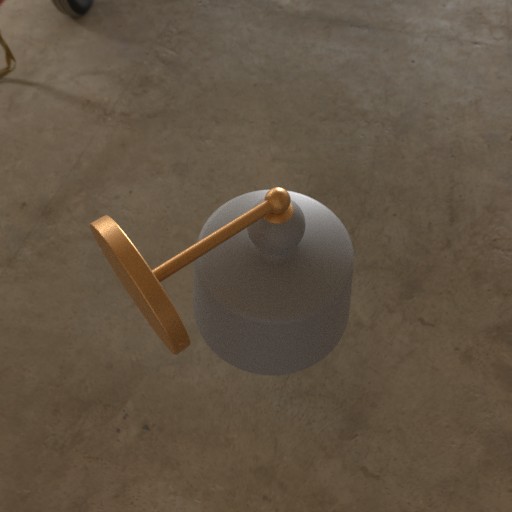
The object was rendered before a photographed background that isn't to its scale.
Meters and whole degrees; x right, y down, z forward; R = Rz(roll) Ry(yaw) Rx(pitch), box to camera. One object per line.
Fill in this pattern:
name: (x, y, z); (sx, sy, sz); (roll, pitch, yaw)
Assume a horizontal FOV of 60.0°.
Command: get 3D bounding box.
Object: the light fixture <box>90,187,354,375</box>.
light fixture: (0.000, 0.000, 0.460); (0.254, 0.268, 0.204); (-34, 64, -19)
